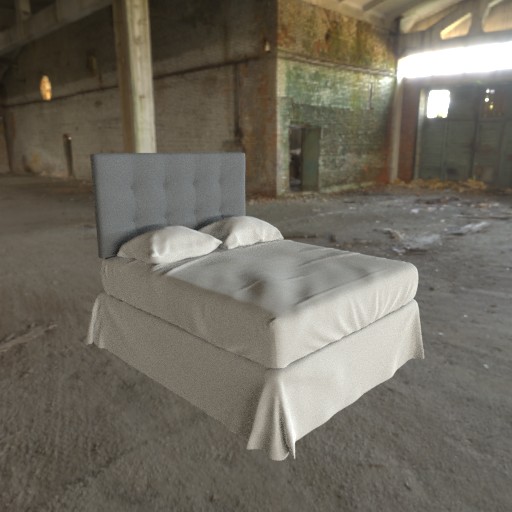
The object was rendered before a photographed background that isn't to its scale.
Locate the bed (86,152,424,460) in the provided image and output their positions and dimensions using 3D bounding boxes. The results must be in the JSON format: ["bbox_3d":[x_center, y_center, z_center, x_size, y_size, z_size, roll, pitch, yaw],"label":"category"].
[{"bbox_3d":[0.000,0.000,3.500,2.222,1.577,1.936,13,19,43],"label":"bed"}]
